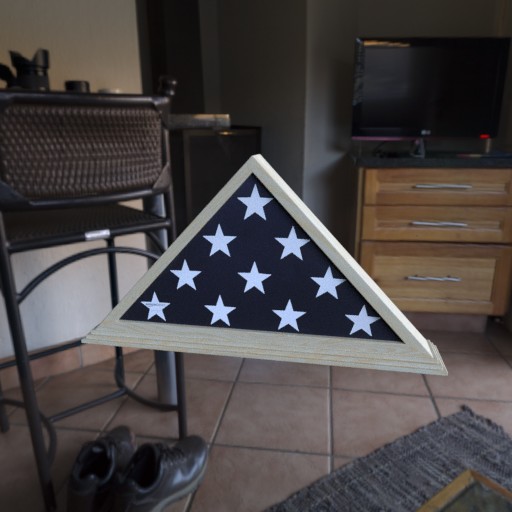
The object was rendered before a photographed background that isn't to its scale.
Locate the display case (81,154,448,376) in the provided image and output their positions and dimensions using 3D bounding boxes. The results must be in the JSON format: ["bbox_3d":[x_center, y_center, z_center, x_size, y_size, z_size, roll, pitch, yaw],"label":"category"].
[{"bbox_3d":[0.000,0.000,0.765,0.640,0.340,0.095,3,15,10],"label":"display case"}]
